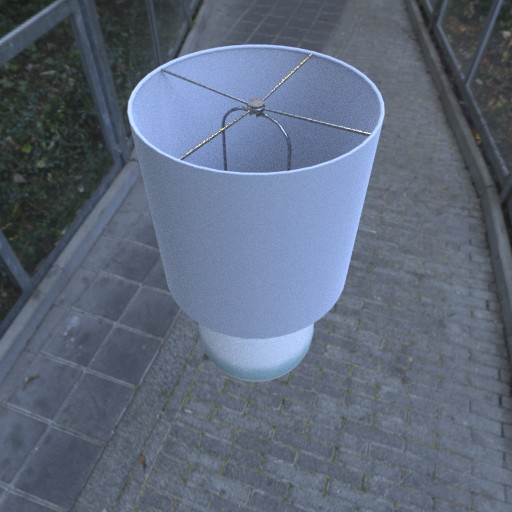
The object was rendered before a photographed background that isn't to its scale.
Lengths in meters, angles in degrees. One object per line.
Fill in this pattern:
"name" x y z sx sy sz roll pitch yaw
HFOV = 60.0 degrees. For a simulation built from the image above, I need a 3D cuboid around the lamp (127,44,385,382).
"lamp" 0.000 0.000 0.529 0.217 0.404 0.217 25 52 21
